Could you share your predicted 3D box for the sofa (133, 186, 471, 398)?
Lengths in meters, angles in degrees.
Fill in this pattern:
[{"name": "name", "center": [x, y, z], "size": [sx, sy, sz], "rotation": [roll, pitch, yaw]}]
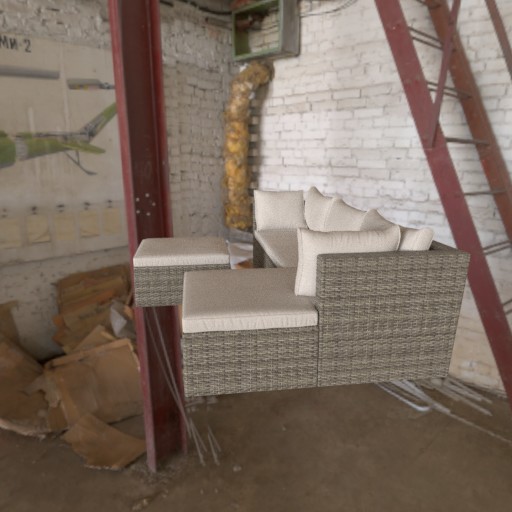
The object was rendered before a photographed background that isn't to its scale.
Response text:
[{"name": "sofa", "center": [0.000, 0.000, 3.005], "size": [1.662, 0.766, 2.192], "rotation": [-2, 14, -8]}]
